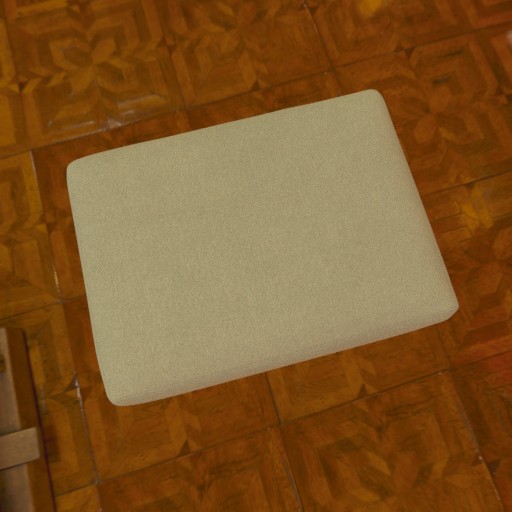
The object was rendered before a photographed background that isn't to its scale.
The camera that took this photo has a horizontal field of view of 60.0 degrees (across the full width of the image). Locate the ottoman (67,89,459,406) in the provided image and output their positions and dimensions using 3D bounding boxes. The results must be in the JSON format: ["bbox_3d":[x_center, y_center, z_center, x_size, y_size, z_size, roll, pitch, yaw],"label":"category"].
[{"bbox_3d":[0.000,0.000,1.154,0.773,0.499,0.569,-14,77,-3],"label":"ottoman"}]
